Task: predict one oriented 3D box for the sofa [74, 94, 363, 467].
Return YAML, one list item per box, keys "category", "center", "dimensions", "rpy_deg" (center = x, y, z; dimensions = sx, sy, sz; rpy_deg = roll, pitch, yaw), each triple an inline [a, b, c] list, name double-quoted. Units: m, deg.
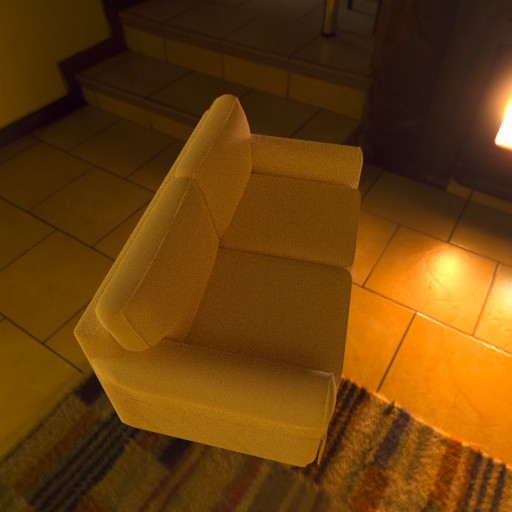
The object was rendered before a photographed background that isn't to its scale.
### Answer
- category: "sofa"
  center: [0.000, 0.000, 2.292]
  dimensions: [0.991, 0.940, 1.727]
  rpy_deg: [10, 48, 9]
